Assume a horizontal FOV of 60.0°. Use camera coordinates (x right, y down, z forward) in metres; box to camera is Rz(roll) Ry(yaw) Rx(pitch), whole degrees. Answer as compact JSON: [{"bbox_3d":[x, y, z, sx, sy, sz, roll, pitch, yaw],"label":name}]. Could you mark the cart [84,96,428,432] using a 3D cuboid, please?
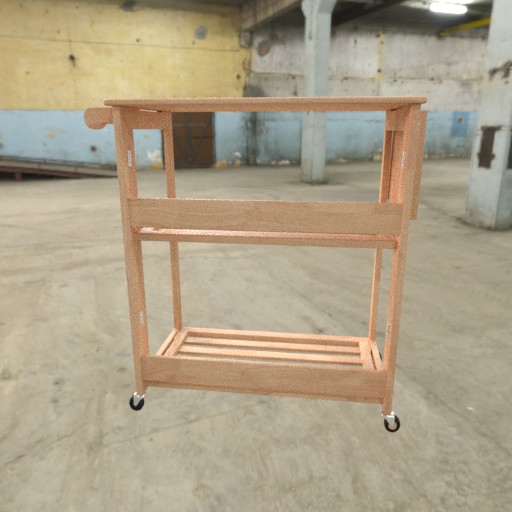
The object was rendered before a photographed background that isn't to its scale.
[{"bbox_3d":[0.000,0.000,1.344,0.853,0.879,0.432,2,16,7],"label":"cart"}]
